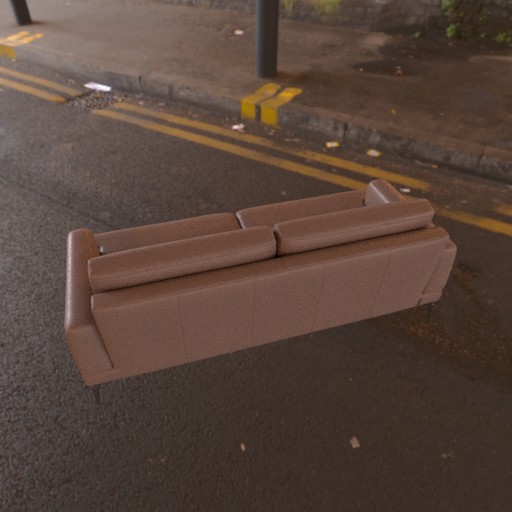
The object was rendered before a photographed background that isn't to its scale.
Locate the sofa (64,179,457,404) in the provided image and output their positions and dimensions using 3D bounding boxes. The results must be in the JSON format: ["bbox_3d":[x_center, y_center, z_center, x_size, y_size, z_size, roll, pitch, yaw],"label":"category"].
[{"bbox_3d":[0.000,0.000,2.439,1.940,0.765,0.974,-11,41,-13],"label":"sofa"}]
